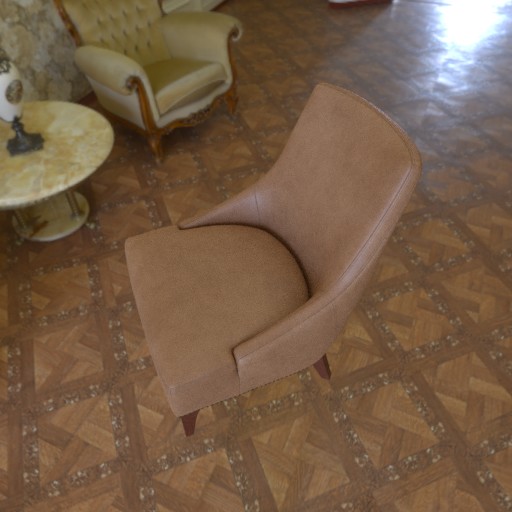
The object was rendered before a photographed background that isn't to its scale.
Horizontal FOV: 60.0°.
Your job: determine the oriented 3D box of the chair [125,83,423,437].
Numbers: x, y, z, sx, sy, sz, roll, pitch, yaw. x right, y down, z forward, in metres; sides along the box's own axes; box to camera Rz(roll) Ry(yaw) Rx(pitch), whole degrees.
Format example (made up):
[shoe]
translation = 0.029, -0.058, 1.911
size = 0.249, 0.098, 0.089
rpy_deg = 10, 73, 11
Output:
[chair]
translation = 0.000, 0.000, 1.542
size = 0.861, 0.909, 0.701
rpy_deg = -16, 48, -15
